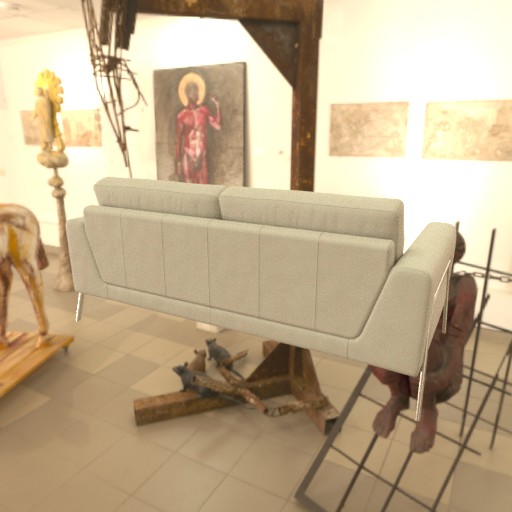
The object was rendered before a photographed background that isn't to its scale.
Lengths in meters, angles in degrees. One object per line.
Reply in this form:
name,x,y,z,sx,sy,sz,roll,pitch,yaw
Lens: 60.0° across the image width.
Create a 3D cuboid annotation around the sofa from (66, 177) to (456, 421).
sofa,0.000,0.000,2.531,2.017,0.875,0.953,9,19,27
